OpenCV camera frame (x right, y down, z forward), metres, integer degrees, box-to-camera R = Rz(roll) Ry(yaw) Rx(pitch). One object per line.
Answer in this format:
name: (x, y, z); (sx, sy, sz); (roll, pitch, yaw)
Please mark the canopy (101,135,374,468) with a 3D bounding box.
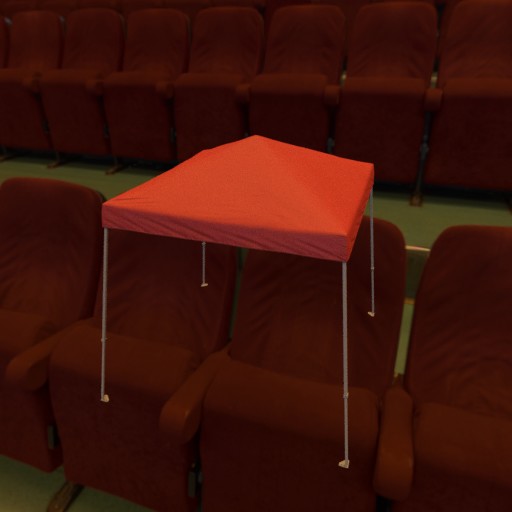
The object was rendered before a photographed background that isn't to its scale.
canopy: (0.000, 0.000, 6.719); (3.600, 3.600, 3.599); (8, 28, 16)
